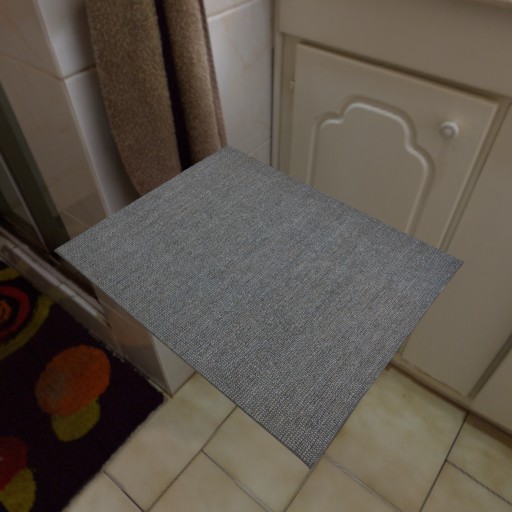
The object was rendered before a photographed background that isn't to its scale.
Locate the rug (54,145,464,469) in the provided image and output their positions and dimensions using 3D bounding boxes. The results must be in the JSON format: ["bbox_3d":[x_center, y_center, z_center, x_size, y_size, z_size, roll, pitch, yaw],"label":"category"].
[{"bbox_3d":[0.000,0.000,4.225,3.068,0.021,2.456,32,54,27],"label":"rug"}]
